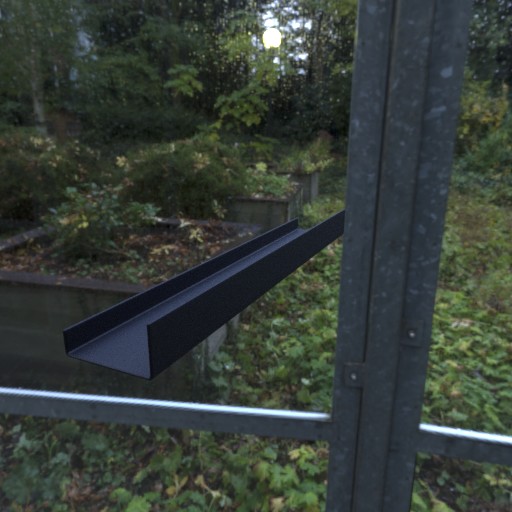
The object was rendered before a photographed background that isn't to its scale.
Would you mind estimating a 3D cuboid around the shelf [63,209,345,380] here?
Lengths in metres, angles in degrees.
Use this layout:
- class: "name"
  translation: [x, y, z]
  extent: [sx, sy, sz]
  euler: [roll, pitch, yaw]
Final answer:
- class: "shelf"
  translation: [0.000, 0.000, 0.646]
  extent: [0.102, 0.053, 0.605]
  euler: [8, 18, 25]
